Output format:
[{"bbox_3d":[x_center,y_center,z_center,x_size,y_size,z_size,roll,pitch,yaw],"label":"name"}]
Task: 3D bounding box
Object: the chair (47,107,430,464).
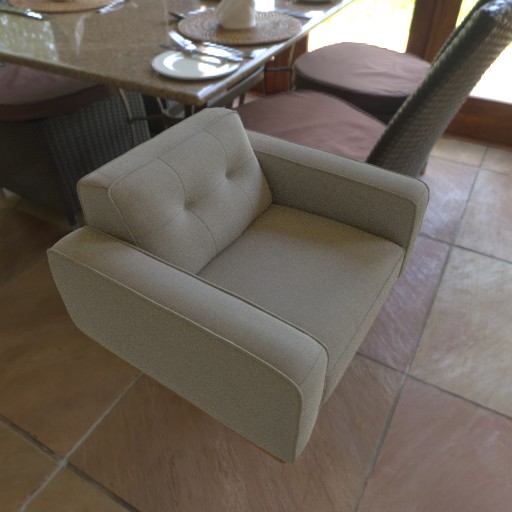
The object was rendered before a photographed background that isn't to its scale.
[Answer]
[{"bbox_3d":[0.000,0.000,1.685,0.953,0.779,1.115,23,46,24],"label":"chair"}]
